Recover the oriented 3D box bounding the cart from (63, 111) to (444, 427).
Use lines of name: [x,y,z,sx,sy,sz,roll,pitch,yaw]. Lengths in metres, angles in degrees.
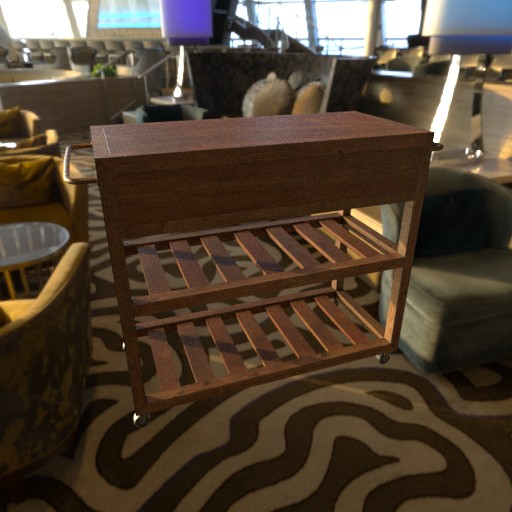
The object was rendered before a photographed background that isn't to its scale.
cart: [0.000,0.000,1.478,1.065,0.830,0.445,-9,27,-18]
